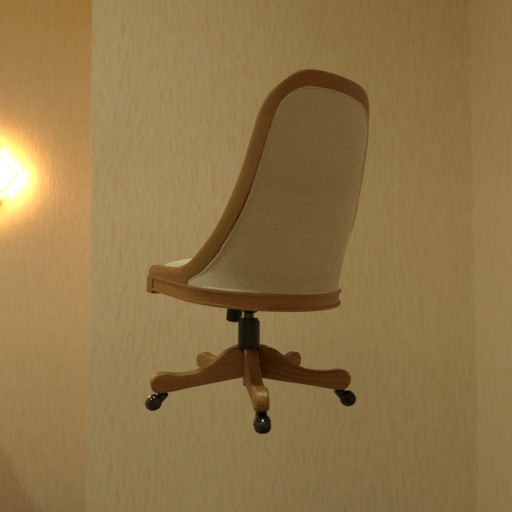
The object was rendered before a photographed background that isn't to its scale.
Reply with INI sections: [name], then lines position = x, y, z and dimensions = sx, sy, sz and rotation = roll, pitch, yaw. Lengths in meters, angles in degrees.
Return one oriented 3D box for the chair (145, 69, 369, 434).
[chair]
position = 0.000, 0.000, 1.553
dimensions = 0.702, 1.009, 0.811
rotation = 2, -3, -37
